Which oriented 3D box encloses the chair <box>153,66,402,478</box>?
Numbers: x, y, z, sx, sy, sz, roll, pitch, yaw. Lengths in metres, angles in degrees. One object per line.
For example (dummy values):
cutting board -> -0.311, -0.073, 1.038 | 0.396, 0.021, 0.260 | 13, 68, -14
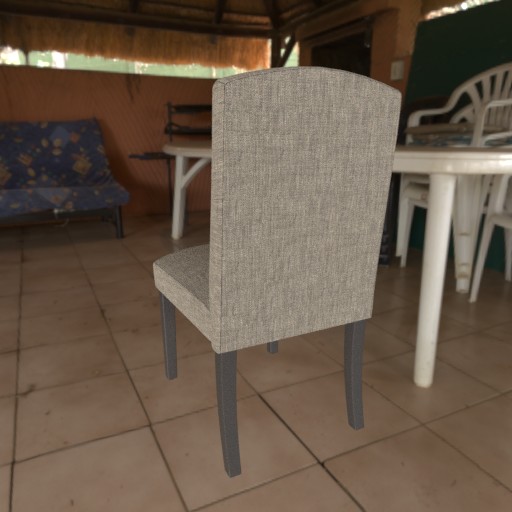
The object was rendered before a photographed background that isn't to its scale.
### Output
chair -> 0.000, 0.000, 1.241 | 0.451, 0.917, 0.580 | -8, 17, -27
